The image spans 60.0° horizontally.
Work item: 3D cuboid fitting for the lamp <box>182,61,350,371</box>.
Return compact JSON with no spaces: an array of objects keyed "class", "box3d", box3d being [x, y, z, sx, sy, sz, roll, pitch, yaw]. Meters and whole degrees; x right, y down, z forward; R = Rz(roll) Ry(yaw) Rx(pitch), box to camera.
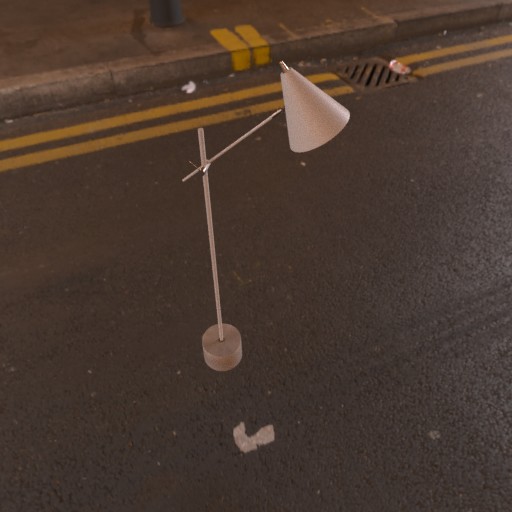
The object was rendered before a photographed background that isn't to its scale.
[{"class":"lamp","box3d":[0.000,0.000,1.639,0.508,1.430,0.223,10,47,10]}]
